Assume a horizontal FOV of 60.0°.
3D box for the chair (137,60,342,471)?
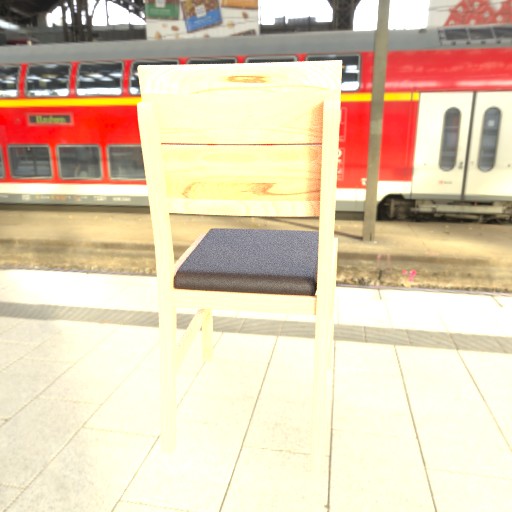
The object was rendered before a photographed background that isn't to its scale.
[{"bbox_3d":[0.000,0.000,1.273,0.475,0.950,0.560,2,15,8],"label":"chair"}]
